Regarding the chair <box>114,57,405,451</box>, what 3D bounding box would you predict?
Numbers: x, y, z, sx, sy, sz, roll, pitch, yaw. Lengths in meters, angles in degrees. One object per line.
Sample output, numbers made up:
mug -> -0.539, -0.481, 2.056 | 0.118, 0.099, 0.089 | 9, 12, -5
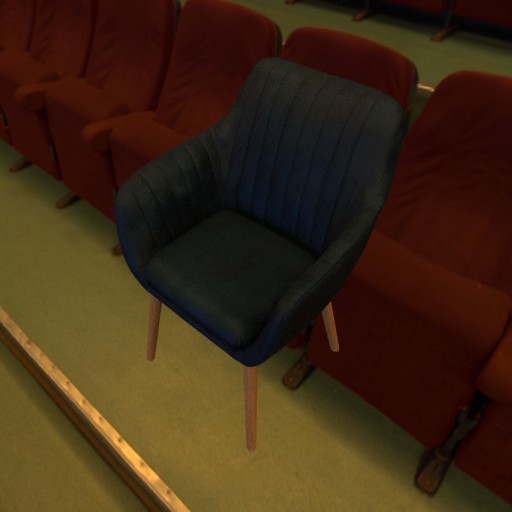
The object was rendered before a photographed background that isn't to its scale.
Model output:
chair -> 0.000, 0.000, 1.209 | 0.578, 0.826, 0.573 | 32, 53, 28
